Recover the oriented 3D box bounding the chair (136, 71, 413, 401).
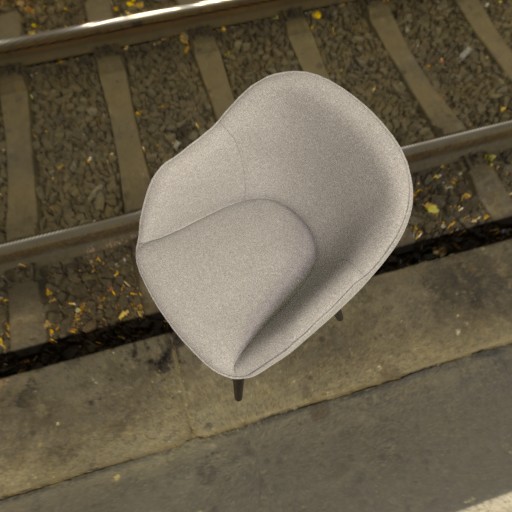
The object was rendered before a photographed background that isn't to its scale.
[{"bbox_3d":[0.000,0.000,1.266,0.611,0.810,0.589,-35,70,-15],"label":"chair"}]
